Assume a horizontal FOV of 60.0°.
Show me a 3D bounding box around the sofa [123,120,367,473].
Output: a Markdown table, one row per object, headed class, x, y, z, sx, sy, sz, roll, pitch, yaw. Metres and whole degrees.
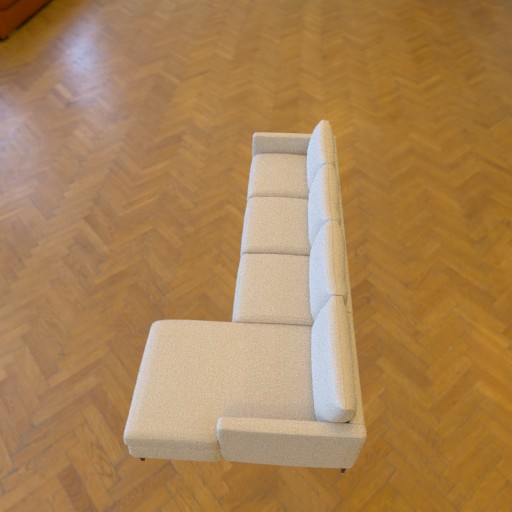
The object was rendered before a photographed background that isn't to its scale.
| class | x | y | z | sx | sy | sz | roll | pitch | yaw |
| --- | --- | --- | --- | --- | --- | --- | --- | --- | --- |
| sofa | 0.000 | 0.000 | 3.204 | 1.258 | 0.755 | 2.731 | 3 | 47 | 3 |
